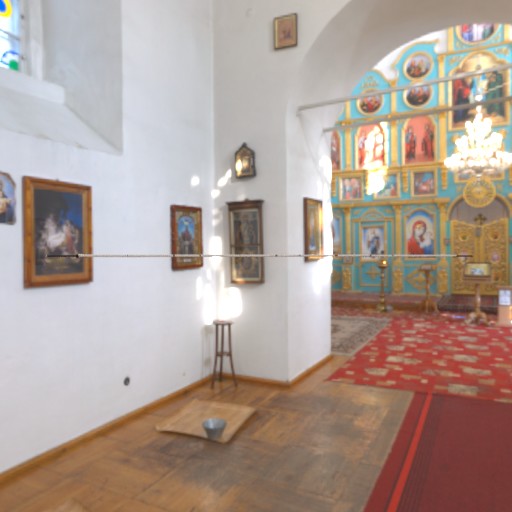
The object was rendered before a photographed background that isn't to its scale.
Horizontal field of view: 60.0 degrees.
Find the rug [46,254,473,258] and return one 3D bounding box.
[{"bbox_3d":[0.000,0.000,3.376,2.755,0.021,1.524,0,0,-18],"label":"rug"}]
